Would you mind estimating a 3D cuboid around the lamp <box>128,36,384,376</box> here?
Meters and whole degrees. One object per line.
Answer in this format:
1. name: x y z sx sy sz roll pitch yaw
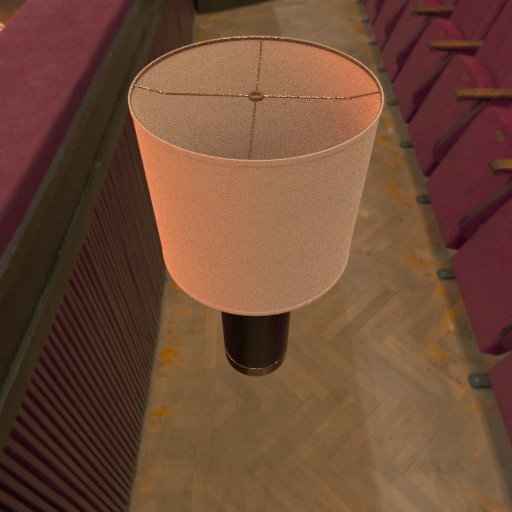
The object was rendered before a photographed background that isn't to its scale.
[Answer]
1. lamp: 0.000 0.000 0.602 0.241 0.482 0.240 2 48 2
